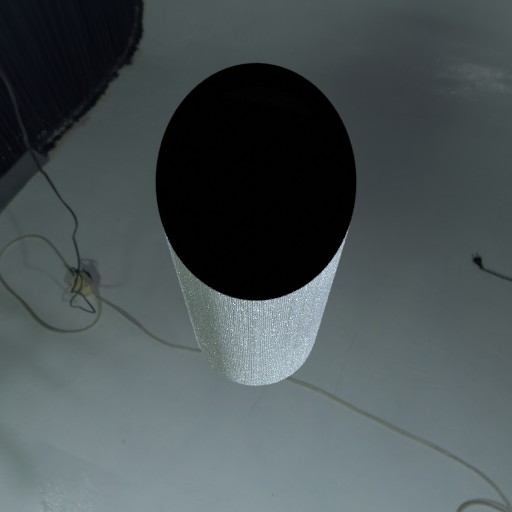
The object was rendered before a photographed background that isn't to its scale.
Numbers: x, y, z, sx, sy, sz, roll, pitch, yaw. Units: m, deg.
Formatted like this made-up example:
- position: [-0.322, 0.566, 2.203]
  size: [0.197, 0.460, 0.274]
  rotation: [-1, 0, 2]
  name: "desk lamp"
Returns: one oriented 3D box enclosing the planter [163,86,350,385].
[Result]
- position: [0.000, 0.000, 0.126]
  size: [0.045, 0.103, 0.045]
  rotation: [16, 59, 10]
  name: "planter"
